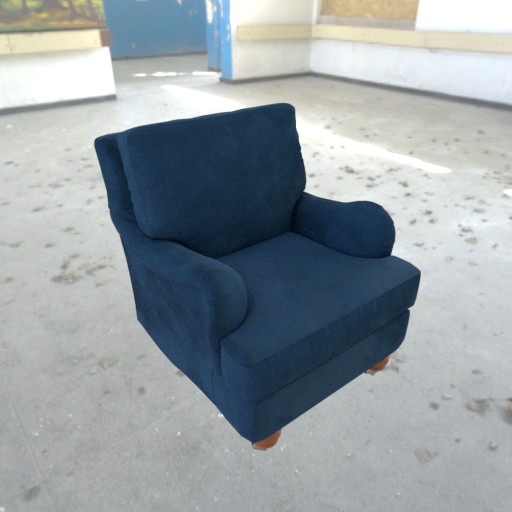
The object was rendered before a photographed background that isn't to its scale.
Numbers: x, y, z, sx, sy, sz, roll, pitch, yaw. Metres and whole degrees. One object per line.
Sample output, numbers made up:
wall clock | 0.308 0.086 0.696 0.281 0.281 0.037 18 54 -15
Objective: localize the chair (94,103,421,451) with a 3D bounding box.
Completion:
chair | 0.000 0.000 1.851 0.895 1.076 1.078 -21 36 -32
